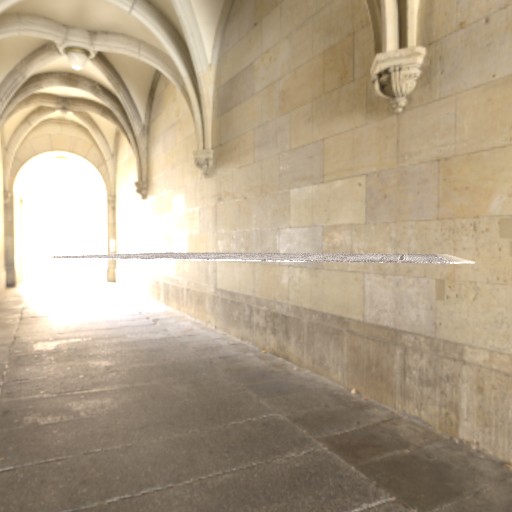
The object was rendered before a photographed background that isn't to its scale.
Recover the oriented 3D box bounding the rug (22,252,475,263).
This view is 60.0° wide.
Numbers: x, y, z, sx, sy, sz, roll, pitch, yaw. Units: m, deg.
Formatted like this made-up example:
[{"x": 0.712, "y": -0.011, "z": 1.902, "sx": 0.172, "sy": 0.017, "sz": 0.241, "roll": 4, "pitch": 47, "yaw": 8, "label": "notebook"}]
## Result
[{"x": 0.000, "y": 0.000, "z": 2.940, "sx": 2.440, "sy": 0.010, "sz": 1.529, "roll": 1, "pitch": 2, "yaw": 19, "label": "rug"}]
